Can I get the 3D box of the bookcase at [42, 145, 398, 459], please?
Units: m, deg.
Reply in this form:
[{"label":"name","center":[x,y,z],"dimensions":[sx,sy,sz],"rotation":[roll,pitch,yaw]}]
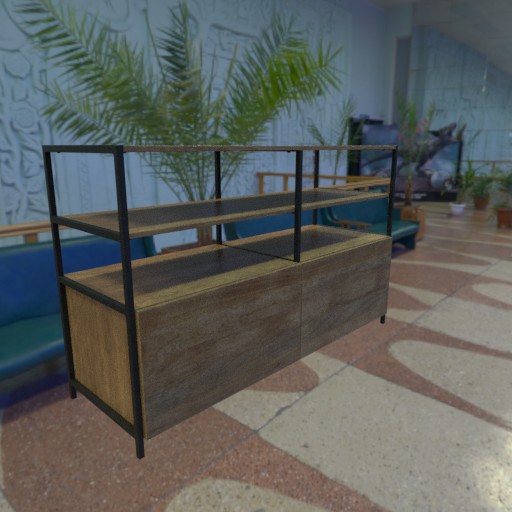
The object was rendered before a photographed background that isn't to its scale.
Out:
[{"label":"bookcase","center":[0.000,0.000,1.469],"dimensions":[0.391,0.712,1.149],"rotation":[13,19,43]}]
